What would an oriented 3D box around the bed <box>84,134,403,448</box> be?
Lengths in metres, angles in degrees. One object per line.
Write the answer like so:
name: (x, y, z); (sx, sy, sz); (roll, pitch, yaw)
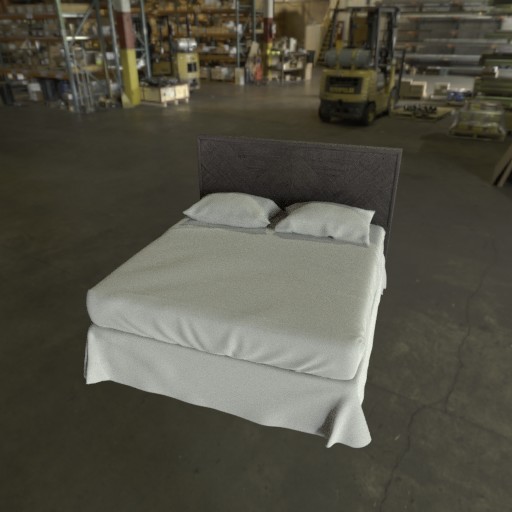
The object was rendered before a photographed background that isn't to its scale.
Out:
bed: (0.000, 0.000, 2.932); (1.772, 1.142, 1.785); (9, 28, 17)
